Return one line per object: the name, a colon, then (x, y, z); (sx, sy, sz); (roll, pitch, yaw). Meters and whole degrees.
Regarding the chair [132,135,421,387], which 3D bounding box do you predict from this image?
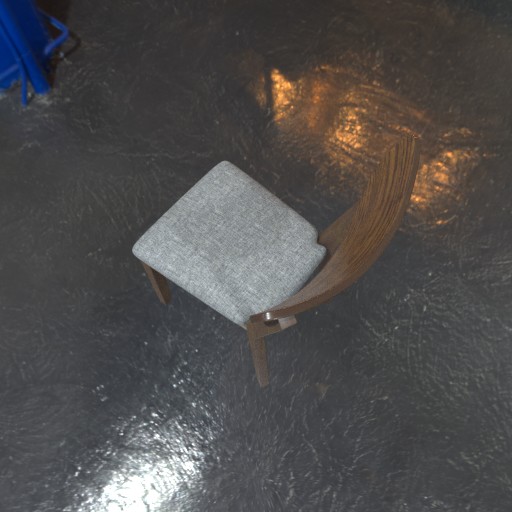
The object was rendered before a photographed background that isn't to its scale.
chair: (0.000, 0.000, 1.219); (0.583, 0.849, 0.491); (36, 69, 16)
